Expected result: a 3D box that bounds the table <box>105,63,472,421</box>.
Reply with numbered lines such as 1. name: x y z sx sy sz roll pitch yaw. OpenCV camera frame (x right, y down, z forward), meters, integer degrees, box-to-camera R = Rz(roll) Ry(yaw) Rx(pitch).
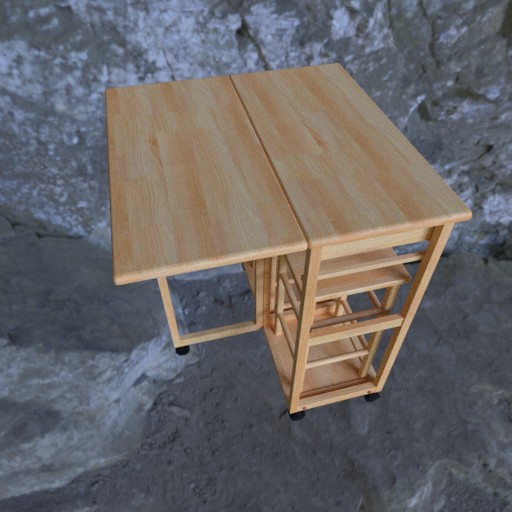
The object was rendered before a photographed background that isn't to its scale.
1. table: 0.000 0.000 1.360 0.693 0.832 0.752 -10 47 -10
